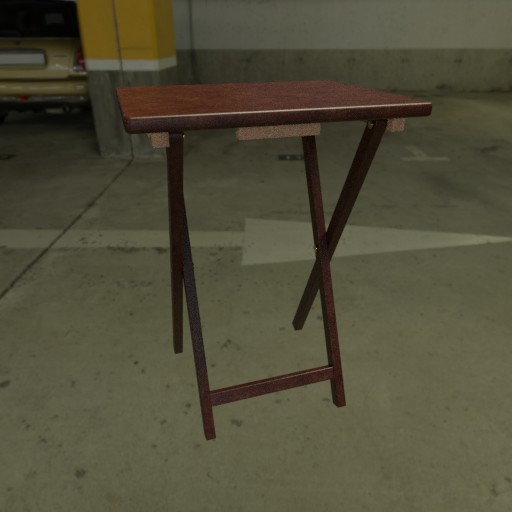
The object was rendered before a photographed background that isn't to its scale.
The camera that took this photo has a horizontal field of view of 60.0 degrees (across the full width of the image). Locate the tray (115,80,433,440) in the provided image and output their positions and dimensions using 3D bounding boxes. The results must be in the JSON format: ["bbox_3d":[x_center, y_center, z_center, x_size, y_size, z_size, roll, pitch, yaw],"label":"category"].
[{"bbox_3d":[0.000,0.000,0.954,0.483,0.660,0.381,-8,28,-16],"label":"tray"}]
